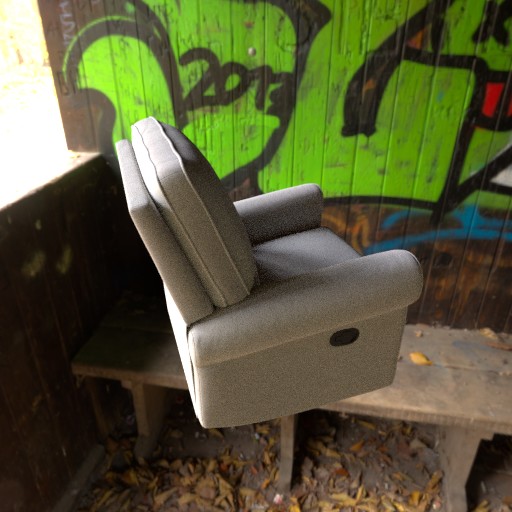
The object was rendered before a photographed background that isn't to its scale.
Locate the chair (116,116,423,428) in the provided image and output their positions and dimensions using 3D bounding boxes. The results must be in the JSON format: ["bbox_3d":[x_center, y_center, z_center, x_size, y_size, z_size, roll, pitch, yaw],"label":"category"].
[{"bbox_3d":[0.000,0.000,1.667,0.878,0.960,0.890,-9,29,-16],"label":"chair"}]
